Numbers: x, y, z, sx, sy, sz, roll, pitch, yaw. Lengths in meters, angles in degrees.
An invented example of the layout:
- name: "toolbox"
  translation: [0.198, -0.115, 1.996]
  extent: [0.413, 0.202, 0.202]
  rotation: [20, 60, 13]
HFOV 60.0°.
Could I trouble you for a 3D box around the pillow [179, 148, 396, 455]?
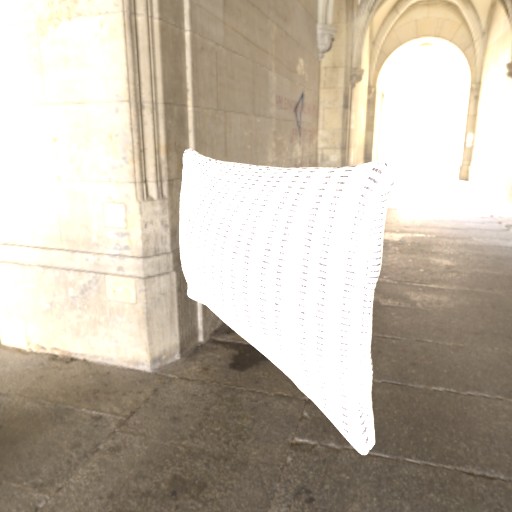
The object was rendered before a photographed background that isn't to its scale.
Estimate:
- name: "pillow"
  translation: [0.000, 0.000, 0.772]
  extent: [0.210, 0.353, 0.640]
  rotation: [-8, 17, -27]
